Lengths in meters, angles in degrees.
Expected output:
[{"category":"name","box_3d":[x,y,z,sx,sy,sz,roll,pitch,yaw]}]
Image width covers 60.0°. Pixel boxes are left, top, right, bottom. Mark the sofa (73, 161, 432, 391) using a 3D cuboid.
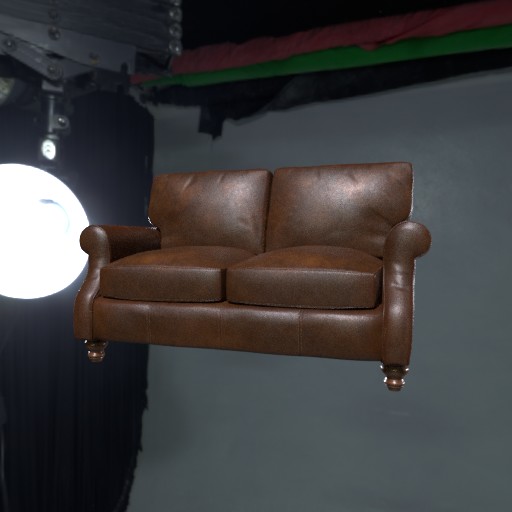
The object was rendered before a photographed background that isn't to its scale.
[{"category":"sofa","box_3d":[0.000,0.000,2.231,1.616,0.976,0.990,1,2,18]}]
